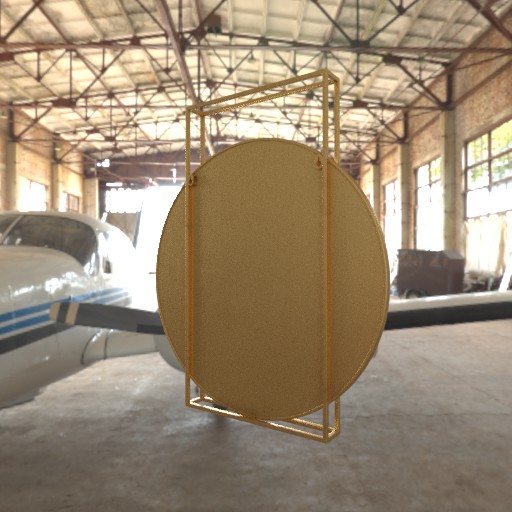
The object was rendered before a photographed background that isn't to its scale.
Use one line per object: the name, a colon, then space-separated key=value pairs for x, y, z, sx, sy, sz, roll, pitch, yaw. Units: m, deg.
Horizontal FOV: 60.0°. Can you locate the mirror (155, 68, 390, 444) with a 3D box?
mirror: x=0.000 y=0.000 z=0.823 sx=0.508 sy=0.603 sz=0.051 roll=0 pitch=0 yaw=36
